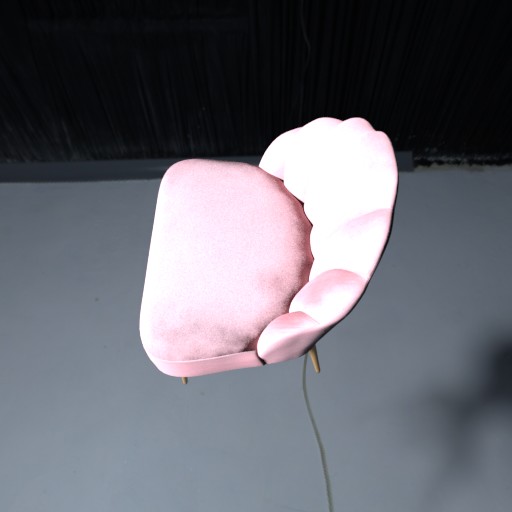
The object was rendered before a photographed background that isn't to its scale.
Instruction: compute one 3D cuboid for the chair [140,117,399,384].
[{"bbox_3d":[0.000,0.000,1.276,0.599,0.819,0.657,0,58,0],"label":"chair"}]
